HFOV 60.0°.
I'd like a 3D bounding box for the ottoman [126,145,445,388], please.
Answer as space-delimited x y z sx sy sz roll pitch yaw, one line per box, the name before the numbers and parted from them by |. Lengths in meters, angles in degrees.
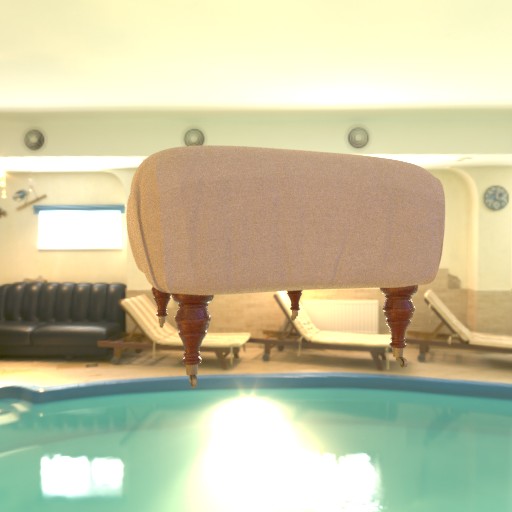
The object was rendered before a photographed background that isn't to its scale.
ottoman | 0.000 0.000 1.124 0.622 0.450 0.746 0 1 -17
